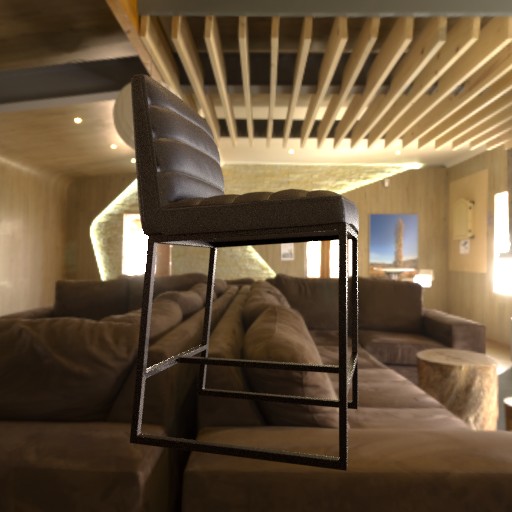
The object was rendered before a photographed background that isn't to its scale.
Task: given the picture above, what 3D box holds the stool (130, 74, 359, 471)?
[{"bbox_3d":[0.000,0.000,1.258,0.562,0.946,0.463,0,-1,16],"label":"stool"}]
